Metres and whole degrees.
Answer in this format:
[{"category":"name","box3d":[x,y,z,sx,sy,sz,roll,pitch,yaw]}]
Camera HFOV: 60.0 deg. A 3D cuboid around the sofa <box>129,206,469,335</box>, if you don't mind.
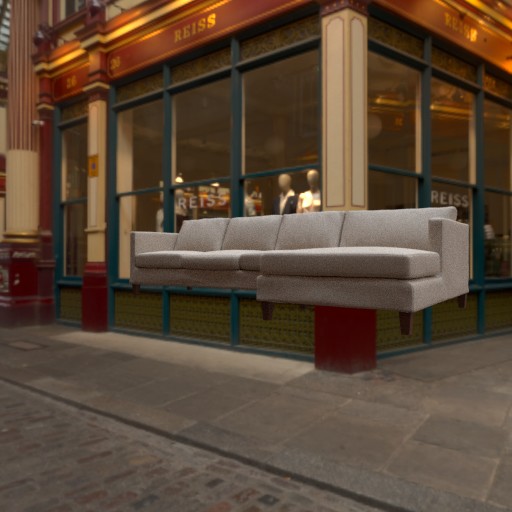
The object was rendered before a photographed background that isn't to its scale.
[{"category":"sofa","box3d":[0.000,0.000,3.919,3.186,0.846,1.625,0,0,35]}]
